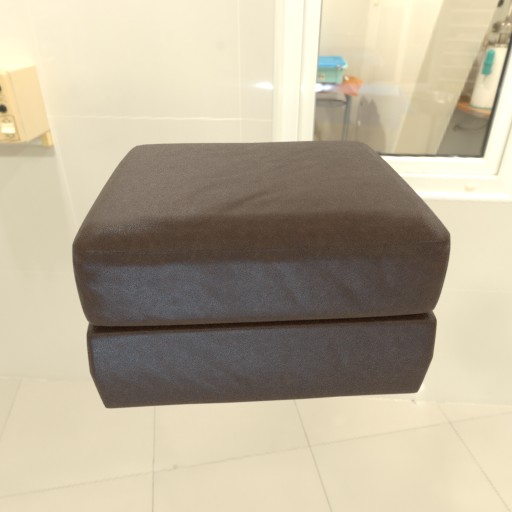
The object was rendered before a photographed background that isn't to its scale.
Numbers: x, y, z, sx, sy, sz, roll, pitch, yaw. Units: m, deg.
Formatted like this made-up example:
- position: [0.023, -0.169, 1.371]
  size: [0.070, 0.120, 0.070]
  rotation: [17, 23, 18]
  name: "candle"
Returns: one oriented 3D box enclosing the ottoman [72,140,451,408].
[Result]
- position: [0.000, 0.000, 1.136]
  size: [0.751, 0.476, 0.603]
  rotation: [-2, 31, -3]
  name: "ottoman"
